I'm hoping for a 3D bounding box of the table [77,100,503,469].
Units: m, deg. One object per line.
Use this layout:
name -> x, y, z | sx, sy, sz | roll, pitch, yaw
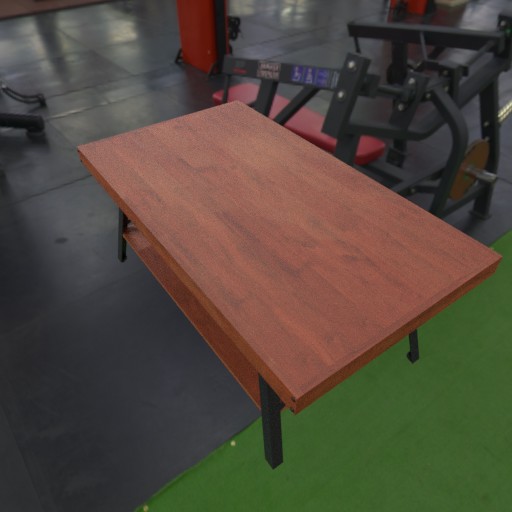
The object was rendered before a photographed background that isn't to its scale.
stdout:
table -> 0.000, 0.000, 1.343 | 0.610, 0.457, 1.067 | -26, 48, -26
